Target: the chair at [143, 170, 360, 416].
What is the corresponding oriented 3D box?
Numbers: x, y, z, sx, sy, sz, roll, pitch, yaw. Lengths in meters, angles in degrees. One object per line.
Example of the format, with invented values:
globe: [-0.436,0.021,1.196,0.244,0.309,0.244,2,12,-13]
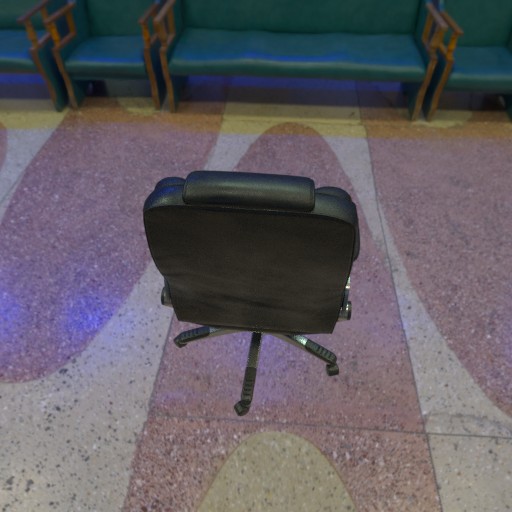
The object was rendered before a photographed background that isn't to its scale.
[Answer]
chair: [0.000,0.000,1.517,0.697,1.075,0.689,4,47,4]
